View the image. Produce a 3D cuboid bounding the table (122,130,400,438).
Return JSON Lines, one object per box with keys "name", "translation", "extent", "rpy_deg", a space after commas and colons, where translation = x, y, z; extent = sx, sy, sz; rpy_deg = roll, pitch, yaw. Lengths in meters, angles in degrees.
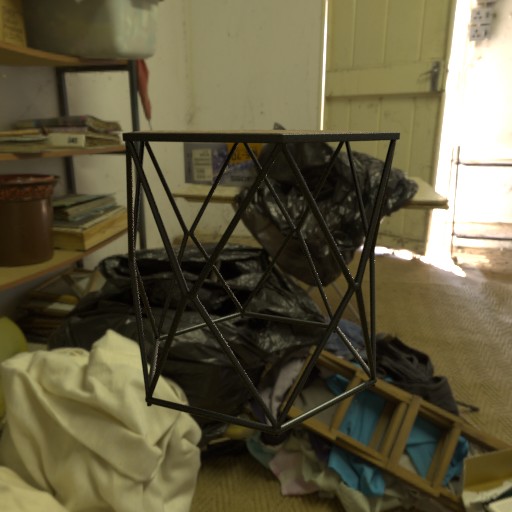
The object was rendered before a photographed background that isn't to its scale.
{"name": "table", "translation": [0.000, 0.000, 1.039], "extent": [0.579, 0.564, 0.578], "rpy_deg": [-2, 17, -8]}
